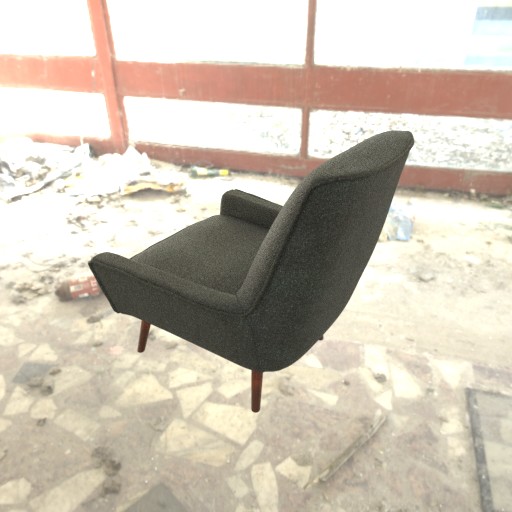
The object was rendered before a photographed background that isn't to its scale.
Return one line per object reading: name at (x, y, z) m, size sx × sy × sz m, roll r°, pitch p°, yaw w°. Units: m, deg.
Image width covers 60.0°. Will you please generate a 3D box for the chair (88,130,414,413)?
chair at (0.000, 0.000, 1.513) m, size 0.859 × 0.883 × 0.763 m, roll 20°, pitch 36°, yaw 30°
